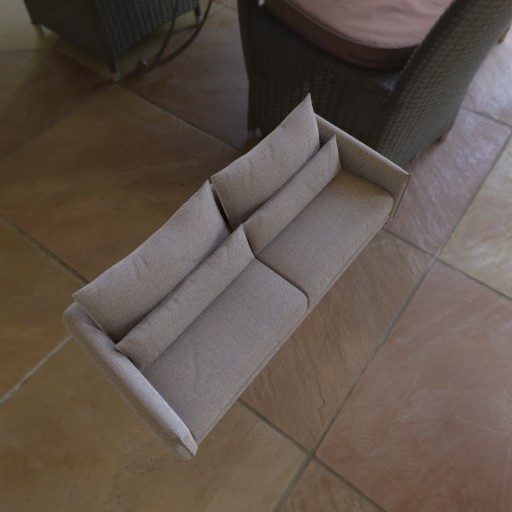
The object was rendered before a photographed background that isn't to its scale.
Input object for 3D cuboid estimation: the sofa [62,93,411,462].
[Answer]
[{"bbox_3d":[0.000,0.000,2.462,0.809,0.833,2.022,35,65,20],"label":"sofa"}]
